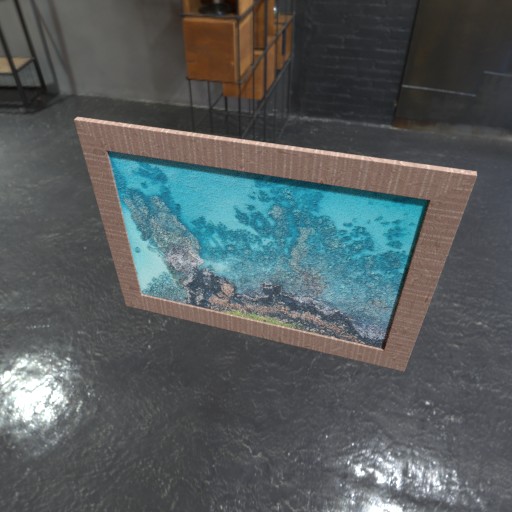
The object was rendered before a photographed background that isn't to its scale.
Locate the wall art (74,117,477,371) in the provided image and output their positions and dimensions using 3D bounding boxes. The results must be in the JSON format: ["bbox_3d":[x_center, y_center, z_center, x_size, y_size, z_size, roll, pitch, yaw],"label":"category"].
[{"bbox_3d":[0.000,0.000,1.377,1.056,0.761,0.020,11,42,13],"label":"wall art"}]
